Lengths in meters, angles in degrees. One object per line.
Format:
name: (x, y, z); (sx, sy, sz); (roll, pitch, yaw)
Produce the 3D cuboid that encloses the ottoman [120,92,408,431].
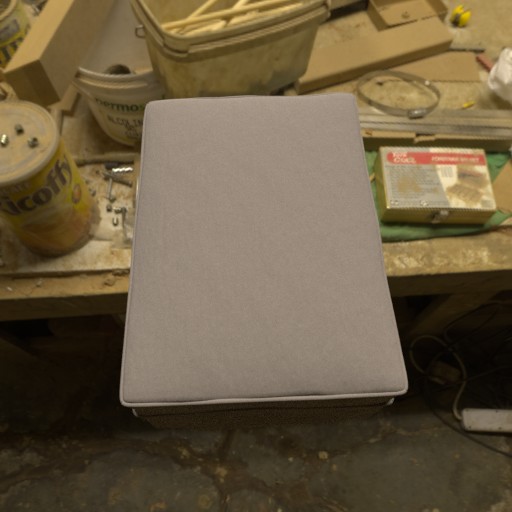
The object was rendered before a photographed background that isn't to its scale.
ottoman: (0.000, 0.000, 1.333); (0.703, 0.479, 0.944); (-2, 64, -1)
